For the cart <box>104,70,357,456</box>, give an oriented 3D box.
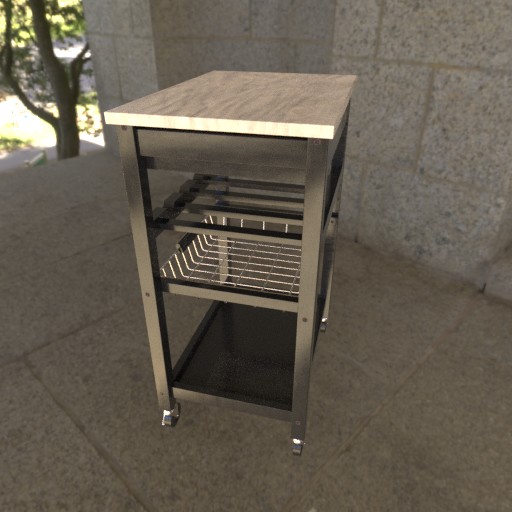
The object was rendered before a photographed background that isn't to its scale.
[{"bbox_3d":[0.000,0.000,1.179,0.403,0.839,0.584,7,30,13],"label":"cart"}]
